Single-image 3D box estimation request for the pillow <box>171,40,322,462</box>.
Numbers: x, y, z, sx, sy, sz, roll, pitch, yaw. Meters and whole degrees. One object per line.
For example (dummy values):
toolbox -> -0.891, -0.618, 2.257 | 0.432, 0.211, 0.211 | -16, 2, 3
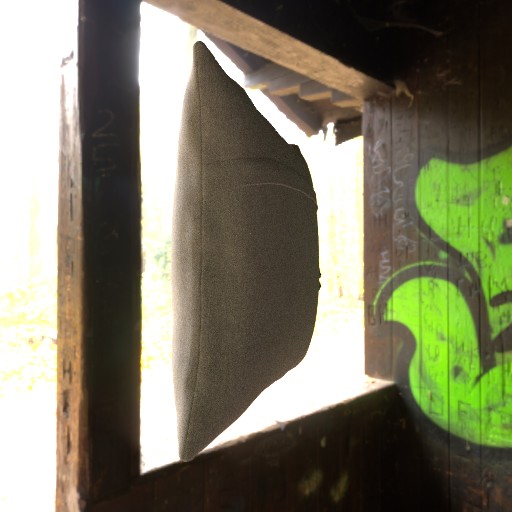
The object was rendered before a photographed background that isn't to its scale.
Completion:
pillow -> 0.000, 0.000, 0.656 | 0.173, 0.436, 0.433 | 0, -1, 19
